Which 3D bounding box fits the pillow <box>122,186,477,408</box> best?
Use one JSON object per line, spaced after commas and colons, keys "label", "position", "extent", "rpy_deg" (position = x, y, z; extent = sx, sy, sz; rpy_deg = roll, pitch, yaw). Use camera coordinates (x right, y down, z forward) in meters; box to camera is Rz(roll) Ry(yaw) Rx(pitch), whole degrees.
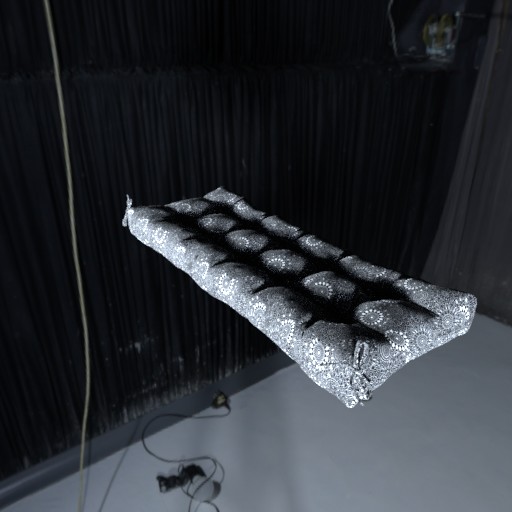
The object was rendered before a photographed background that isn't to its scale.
{"label": "pillow", "position": [0.000, 0.000, 1.348], "extent": [0.511, 0.174, 1.194], "rpy_deg": [-18, 31, -32]}
